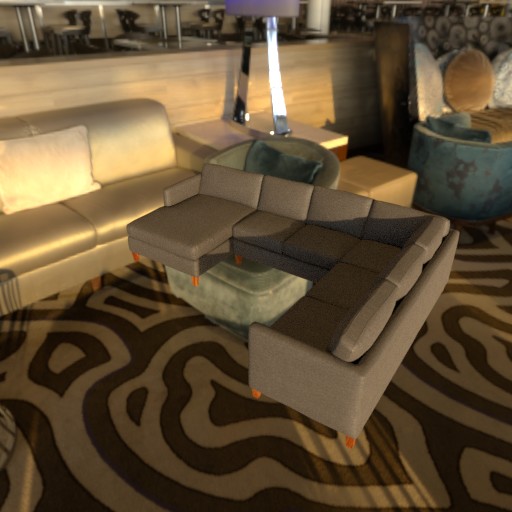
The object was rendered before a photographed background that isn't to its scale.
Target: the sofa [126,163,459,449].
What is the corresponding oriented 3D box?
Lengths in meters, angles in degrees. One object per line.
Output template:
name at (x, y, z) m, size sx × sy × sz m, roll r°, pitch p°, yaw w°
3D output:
sofa at (0.000, 0.000, 4.685) m, size 3.460 × 0.961 × 2.594 m, roll 19°, pitch 35°, yaw 30°
